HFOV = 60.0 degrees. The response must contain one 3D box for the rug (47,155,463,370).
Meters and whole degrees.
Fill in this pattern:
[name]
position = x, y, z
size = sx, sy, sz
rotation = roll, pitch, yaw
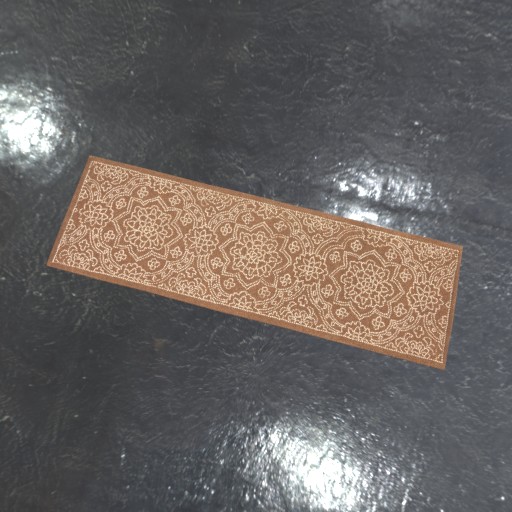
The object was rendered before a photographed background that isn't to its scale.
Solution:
[rug]
position = 0.000, 0.000, 2.717
size = 2.448, 0.012, 0.769
rotation = 14, 76, 4
